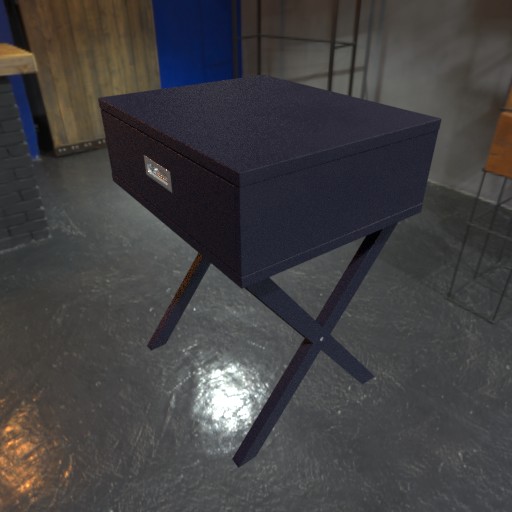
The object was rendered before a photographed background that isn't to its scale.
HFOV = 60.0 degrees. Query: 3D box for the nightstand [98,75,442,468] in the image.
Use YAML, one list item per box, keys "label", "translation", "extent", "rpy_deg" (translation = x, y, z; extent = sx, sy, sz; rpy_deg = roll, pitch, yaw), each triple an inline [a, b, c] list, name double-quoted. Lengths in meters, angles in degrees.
- label: "nightstand"
  translation: [0.000, 0.000, 0.951]
  extent: [0.402, 0.623, 0.479]
  rpy_deg: [-21, 38, -30]
